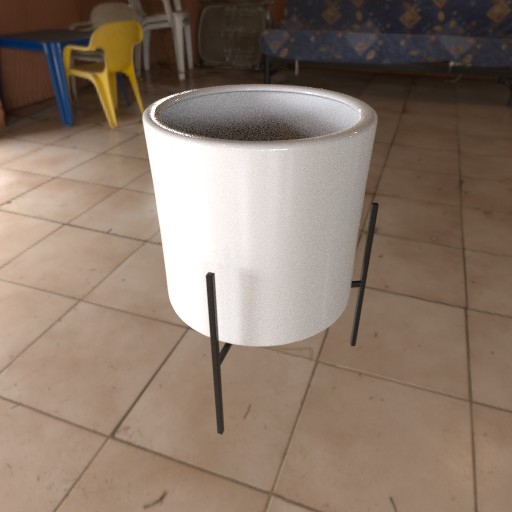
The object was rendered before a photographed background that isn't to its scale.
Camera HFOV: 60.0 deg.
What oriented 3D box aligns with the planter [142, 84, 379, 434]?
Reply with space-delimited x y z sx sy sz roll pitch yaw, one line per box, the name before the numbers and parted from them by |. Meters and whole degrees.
planter | 0.000 0.000 0.745 0.360 0.480 0.361 11 34 16
